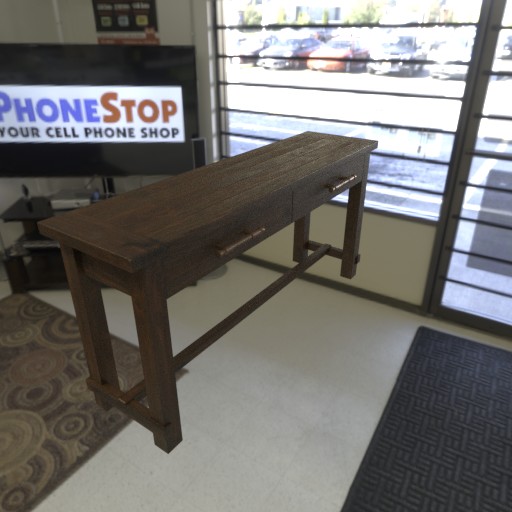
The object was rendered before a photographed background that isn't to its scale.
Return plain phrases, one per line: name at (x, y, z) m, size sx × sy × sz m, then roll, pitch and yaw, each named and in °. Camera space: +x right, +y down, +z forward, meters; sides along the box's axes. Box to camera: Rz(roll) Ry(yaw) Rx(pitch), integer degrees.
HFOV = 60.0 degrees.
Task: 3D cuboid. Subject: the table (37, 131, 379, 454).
table at (0.000, 0.000, 1.938) m, size 0.442 × 0.762 × 1.599 m, roll 18°, pitch 32°, yaw 31°
